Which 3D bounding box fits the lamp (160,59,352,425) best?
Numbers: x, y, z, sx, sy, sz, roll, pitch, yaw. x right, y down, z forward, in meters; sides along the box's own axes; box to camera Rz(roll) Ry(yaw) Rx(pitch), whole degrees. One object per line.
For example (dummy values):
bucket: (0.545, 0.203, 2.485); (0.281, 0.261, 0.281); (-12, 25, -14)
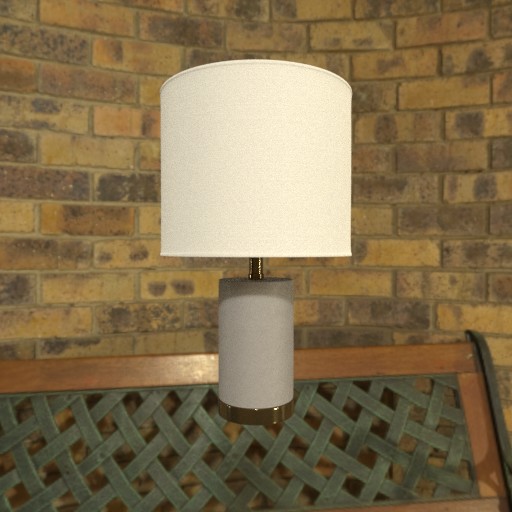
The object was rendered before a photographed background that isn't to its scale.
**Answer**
lamp: (0.000, 0.000, 0.542); (0.229, 0.380, 0.229); (0, 1, 0)
